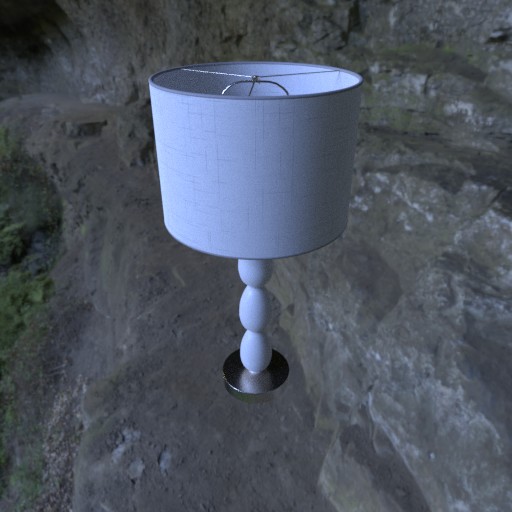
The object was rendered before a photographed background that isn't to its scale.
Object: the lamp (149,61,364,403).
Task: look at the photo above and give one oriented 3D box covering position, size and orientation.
[{"bbox_3d":[0.000,0.000,0.733,0.282,0.559,0.280,2,31,3],"label":"lamp"}]
